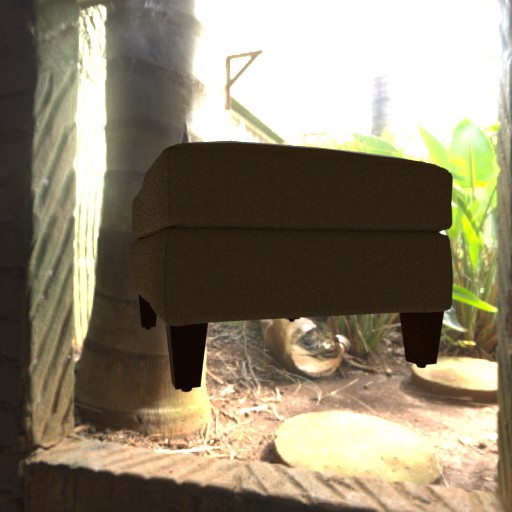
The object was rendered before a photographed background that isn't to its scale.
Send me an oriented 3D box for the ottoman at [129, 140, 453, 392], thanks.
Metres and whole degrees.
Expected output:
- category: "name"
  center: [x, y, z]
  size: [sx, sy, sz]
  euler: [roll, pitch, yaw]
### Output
- category: "ottoman"
  center: [0.000, 0.000, 1.213]
  size: [0.634, 0.485, 0.818]
  euler: [0, 0, -19]
